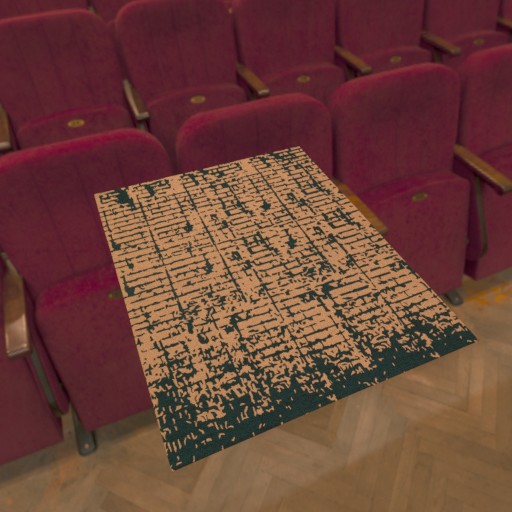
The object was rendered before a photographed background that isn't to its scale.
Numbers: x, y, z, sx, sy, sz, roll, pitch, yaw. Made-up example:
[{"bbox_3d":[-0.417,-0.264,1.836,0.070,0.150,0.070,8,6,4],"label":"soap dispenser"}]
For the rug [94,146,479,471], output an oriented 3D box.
[{"bbox_3d":[0.000,0.000,4.027,2.416,0.014,3.017,-17,48,-16],"label":"rug"}]
